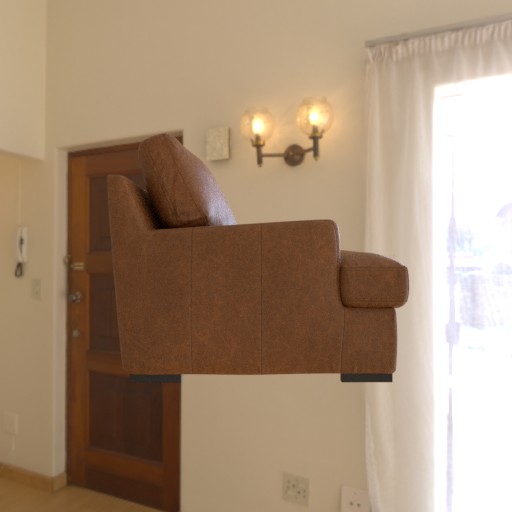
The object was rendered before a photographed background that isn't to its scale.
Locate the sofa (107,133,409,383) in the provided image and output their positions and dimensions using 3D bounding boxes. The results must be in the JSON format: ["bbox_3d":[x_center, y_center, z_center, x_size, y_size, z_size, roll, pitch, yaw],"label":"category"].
[{"bbox_3d":[0.000,0.000,2.536,1.144,0.966,1.880,0,-1,0],"label":"sofa"}]
